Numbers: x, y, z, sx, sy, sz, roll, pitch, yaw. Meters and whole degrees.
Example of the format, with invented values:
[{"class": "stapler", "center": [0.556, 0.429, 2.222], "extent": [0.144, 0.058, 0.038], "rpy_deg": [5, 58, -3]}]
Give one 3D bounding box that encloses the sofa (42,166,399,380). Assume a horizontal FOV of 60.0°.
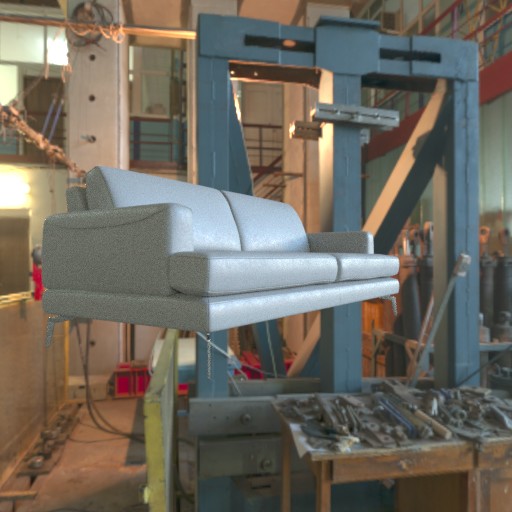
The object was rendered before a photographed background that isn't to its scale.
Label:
[{"class": "sofa", "center": [0.000, 0.000, 2.377], "extent": [0.974, 0.765, 1.940], "rpy_deg": [0, -1, 34]}]
